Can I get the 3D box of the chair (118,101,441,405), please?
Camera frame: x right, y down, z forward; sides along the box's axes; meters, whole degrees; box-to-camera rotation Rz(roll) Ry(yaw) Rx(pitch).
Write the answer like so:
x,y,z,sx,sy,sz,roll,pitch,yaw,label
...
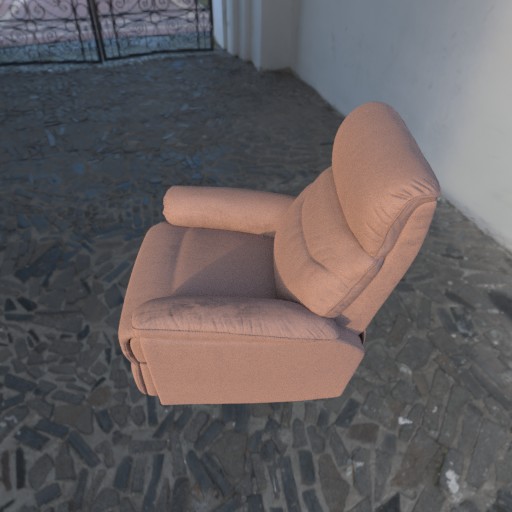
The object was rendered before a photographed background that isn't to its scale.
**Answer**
x,y,z,sx,sy,sz,roll,pitch,yaw,label
0.000,0.000,1.699,1.004,1.037,0.820,0,41,0,chair
